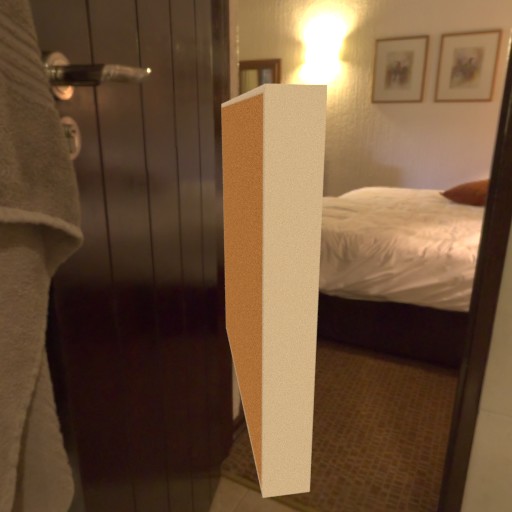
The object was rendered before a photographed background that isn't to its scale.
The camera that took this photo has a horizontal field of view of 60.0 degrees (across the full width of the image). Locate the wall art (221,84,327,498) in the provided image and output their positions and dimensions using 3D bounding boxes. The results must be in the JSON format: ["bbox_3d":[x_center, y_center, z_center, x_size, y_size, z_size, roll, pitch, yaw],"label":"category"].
[{"bbox_3d":[0.000,0.000,0.451,0.038,0.304,0.305,-3,17,-9],"label":"wall art"}]
